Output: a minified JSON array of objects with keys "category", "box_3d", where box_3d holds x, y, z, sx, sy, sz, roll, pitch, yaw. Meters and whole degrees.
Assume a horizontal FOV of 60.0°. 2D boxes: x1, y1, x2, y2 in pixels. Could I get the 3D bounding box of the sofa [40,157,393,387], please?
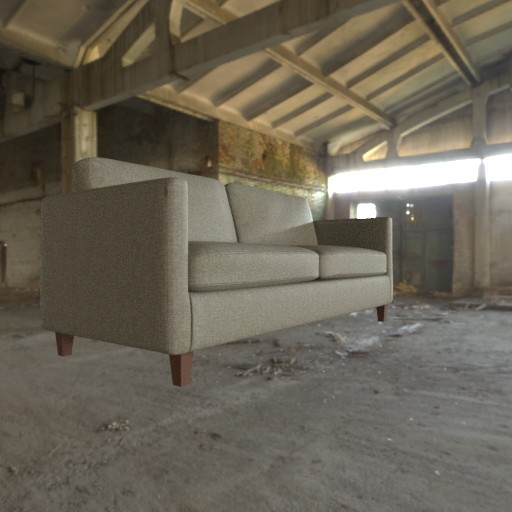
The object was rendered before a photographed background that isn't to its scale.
[{"category":"sofa","box_3d":[0.000,0.000,2.694,0.956,0.960,2.208,0,0,37]}]
